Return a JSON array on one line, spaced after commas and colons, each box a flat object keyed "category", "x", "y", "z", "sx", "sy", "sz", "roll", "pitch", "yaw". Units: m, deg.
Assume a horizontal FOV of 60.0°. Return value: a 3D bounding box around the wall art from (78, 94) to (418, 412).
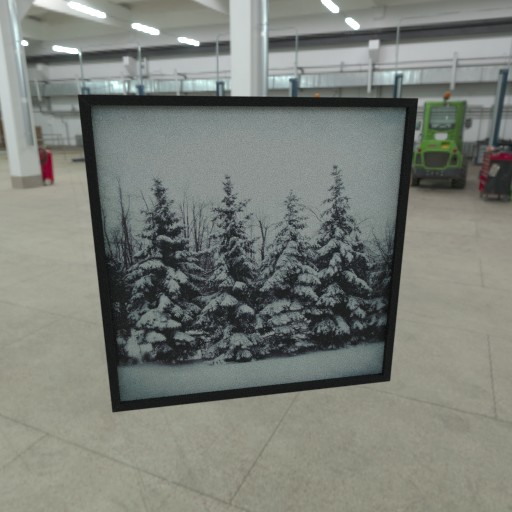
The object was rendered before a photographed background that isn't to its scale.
[{"category": "wall art", "x": 0.000, "y": 0.000, "z": 0.453, "sx": 0.305, "sy": 0.305, "sz": 0.037, "roll": -3, "pitch": 17, "yaw": -10}]
